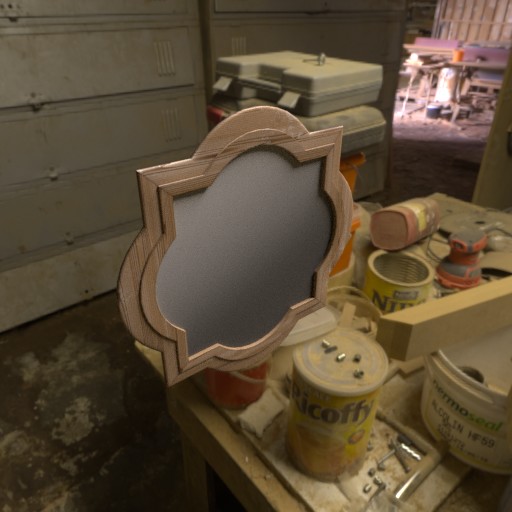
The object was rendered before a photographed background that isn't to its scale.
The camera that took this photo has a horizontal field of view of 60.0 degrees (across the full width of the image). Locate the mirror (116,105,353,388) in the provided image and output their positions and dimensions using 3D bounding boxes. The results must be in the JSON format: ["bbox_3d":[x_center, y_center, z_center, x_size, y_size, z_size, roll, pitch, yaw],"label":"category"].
[{"bbox_3d":[0.000,0.000,1.083,0.686,0.686,0.019,-21,36,-32],"label":"mirror"}]
